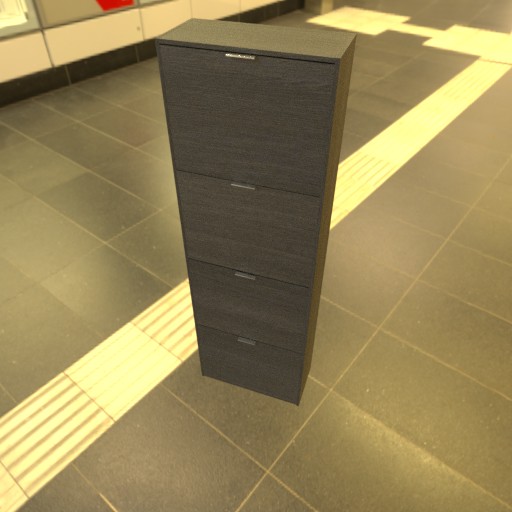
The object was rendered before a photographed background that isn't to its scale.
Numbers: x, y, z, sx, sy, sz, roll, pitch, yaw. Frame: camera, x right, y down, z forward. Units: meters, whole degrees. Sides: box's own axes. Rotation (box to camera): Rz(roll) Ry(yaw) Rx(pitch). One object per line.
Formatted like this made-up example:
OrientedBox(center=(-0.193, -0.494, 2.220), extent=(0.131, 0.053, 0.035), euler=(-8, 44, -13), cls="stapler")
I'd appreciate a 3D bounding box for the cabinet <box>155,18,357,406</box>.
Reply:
OrientedBox(center=(0.000, 0.000, 1.776), extent=(0.520, 1.630, 0.255), euler=(13, 43, 15), cls="cabinet")
